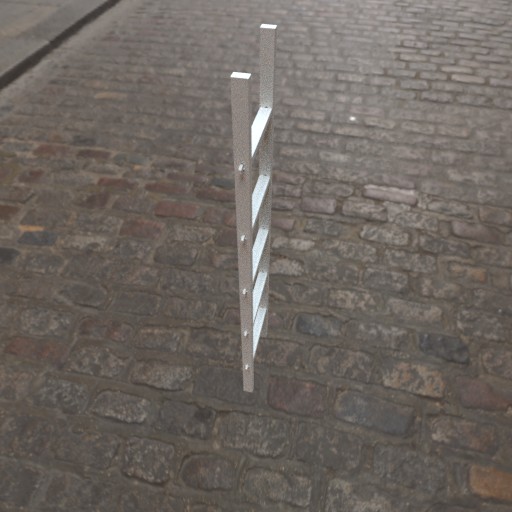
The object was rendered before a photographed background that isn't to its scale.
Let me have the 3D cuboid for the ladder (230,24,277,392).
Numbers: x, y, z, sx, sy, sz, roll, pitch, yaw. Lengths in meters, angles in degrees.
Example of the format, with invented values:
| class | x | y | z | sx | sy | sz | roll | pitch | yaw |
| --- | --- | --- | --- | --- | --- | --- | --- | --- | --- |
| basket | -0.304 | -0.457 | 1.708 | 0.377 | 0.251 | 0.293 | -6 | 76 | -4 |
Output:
| class | x | y | z | sx | sy | sz | roll | pitch | yaw |
| --- | --- | --- | --- | --- | --- | --- | --- | --- | --- |
| ladder | 0.000 | 0.000 | 1.974 | 0.051 | 1.797 | 0.452 | 9 | 47 | 9 |
